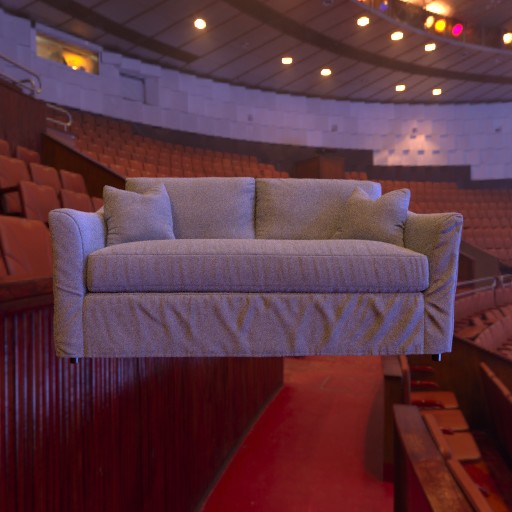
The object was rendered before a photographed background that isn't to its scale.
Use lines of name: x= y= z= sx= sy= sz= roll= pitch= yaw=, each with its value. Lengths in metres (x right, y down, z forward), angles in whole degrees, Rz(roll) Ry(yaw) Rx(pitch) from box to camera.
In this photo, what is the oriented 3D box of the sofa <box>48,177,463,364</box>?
sofa: x=0.000 y=0.000 z=2.619 sx=2.010 sy=1.018 sz=1.072 roll=0 pitch=1 yaw=-1
